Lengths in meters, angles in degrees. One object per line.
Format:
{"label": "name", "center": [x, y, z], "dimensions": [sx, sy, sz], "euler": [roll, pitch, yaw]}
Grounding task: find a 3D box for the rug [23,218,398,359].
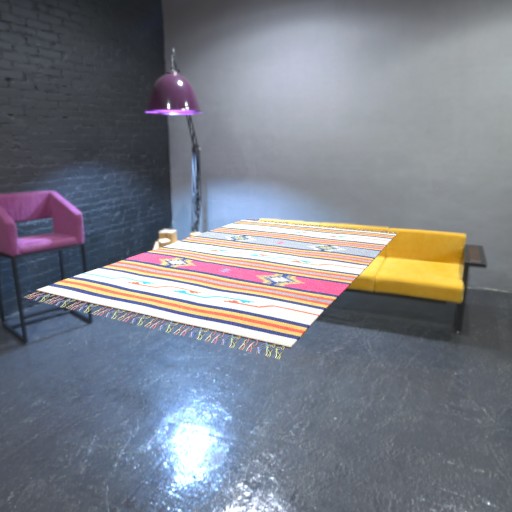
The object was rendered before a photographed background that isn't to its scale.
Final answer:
{"label": "rug", "center": [0.000, 0.000, 2.225], "dimensions": [1.084, 0.013, 1.849], "euler": [8, 17, 26]}
